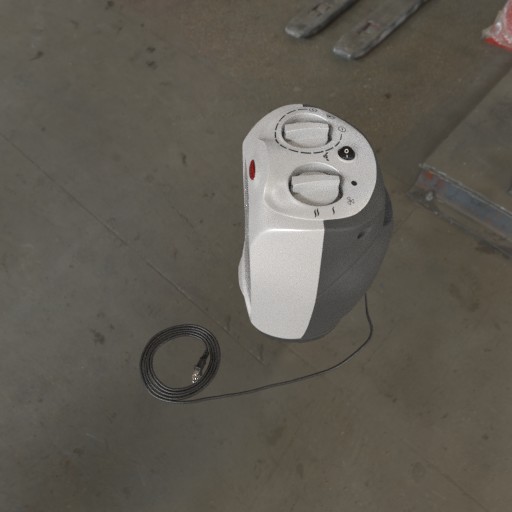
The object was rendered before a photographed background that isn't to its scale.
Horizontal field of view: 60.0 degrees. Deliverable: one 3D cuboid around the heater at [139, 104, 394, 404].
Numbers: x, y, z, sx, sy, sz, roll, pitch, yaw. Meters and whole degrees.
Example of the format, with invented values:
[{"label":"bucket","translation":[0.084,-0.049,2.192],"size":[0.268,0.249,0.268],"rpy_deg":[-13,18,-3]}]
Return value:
[{"label":"heater","translation":[0.000,0.000,0.472],"size":[0.291,0.255,0.239],"rpy_deg":[-3,59,-2]}]
